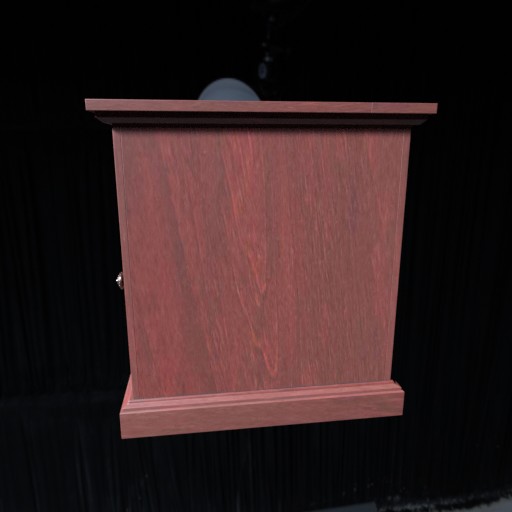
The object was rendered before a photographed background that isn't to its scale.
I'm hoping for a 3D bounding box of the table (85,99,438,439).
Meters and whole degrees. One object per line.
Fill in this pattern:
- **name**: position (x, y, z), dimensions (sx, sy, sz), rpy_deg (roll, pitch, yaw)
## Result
- **table**: position (0.000, 0.000, 0.972), dimensions (0.584, 0.612, 0.356), rpy_deg (-2, 14, -8)
